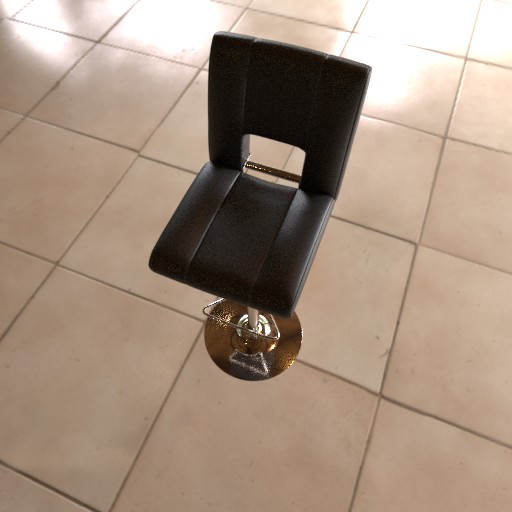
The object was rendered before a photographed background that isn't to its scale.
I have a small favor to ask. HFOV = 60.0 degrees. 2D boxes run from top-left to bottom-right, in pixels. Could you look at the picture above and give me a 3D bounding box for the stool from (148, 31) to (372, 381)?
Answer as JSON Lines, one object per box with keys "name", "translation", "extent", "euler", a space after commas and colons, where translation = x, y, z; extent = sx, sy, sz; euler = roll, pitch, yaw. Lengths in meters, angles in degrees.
{"name": "stool", "translation": [0.000, 0.000, 1.399], "extent": [0.415, 1.151, 0.520], "euler": [18, 60, 11]}
